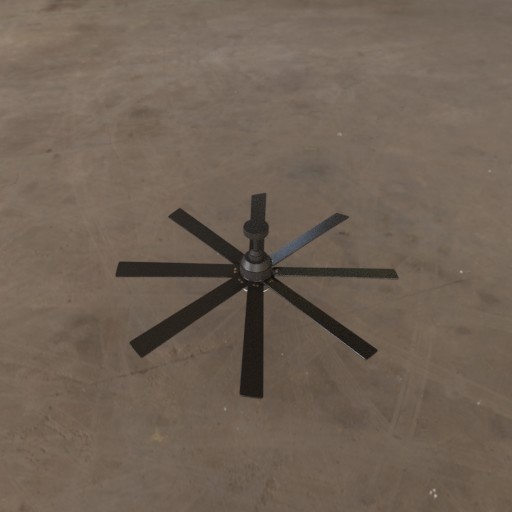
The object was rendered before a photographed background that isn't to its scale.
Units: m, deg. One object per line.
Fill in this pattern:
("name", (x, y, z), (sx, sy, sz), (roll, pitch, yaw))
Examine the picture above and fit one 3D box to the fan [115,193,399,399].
("fan", (0.000, 0.000, 2.809), (1.830, 0.472, 1.830), (1, 41, 1))
